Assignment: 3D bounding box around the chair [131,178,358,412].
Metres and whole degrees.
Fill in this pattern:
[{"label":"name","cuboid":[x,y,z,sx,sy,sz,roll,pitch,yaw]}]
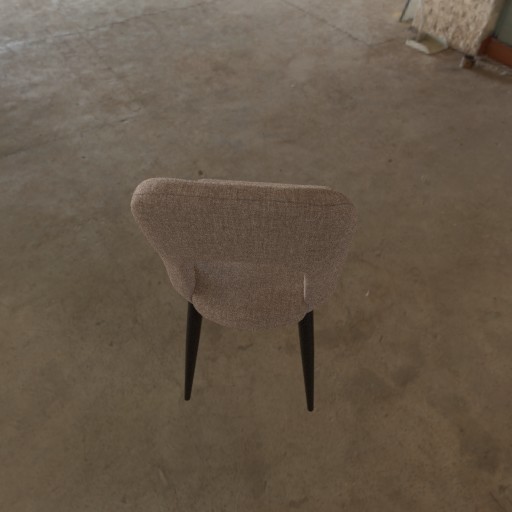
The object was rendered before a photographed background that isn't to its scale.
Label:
[{"label":"chair","cuboid":[0.000,0.000,1.240,0.470,0.931,0.612,4,48,4]}]
